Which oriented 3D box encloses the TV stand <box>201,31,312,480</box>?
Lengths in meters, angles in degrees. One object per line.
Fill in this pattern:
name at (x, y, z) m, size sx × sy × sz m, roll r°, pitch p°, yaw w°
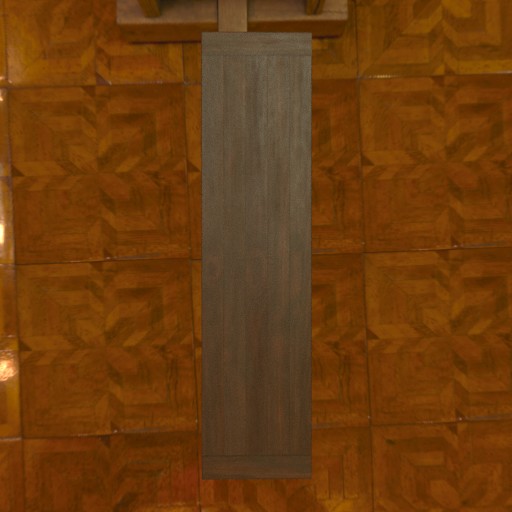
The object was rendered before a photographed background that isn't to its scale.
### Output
TV stand at (0.000, 0.000, 2.151) m, size 0.471 × 0.615 × 1.866 m, roll 0°, pitch 91°, yaw -1°
